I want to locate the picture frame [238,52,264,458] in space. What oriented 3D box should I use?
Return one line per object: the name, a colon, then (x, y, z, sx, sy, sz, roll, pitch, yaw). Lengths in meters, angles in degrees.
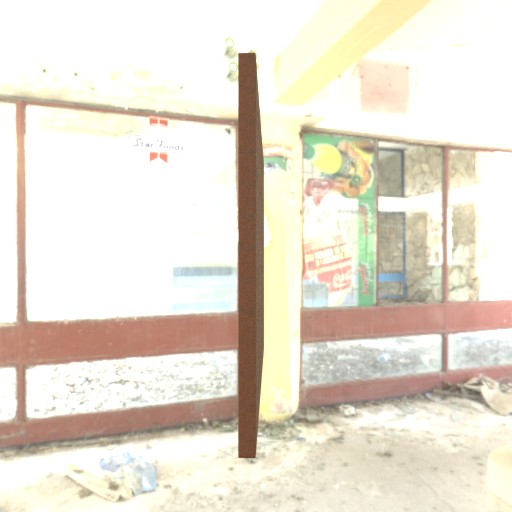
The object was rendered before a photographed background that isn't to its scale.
picture frame: (0.000, 0.000, 1.775, 0.045, 1.018, 1.329, 0, 0, 2)
